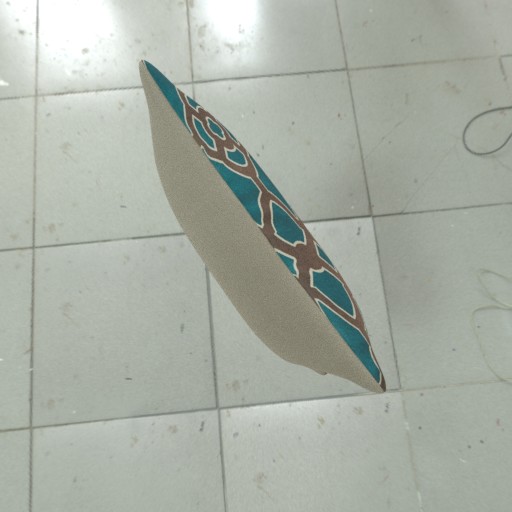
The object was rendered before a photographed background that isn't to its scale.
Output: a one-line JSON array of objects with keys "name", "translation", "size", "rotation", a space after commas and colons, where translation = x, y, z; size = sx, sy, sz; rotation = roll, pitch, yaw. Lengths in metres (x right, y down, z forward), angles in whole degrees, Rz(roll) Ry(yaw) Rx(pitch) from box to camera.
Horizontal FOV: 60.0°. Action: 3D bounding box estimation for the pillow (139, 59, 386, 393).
[{"name": "pillow", "translation": [0.000, 0.000, 0.792], "size": [0.166, 0.507, 0.526], "rotation": [-34, 79, -7]}]
